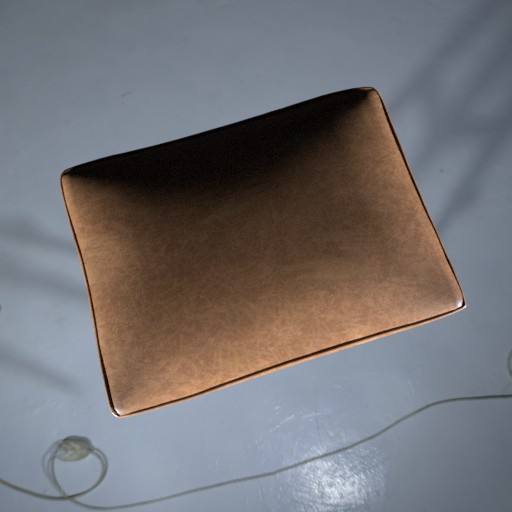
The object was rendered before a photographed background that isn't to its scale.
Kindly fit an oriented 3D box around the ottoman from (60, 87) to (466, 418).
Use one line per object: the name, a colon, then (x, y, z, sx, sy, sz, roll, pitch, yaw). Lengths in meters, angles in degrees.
ottoman: (0.000, 0.000, 1.105, 0.756, 0.468, 0.554, -17, 77, -4)
